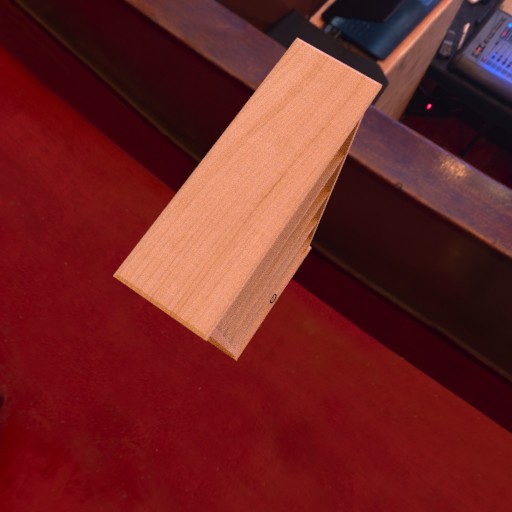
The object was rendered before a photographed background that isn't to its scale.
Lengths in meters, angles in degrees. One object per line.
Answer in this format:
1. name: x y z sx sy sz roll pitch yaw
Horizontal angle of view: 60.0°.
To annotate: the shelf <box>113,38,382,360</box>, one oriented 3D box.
1. shelf: 0.000 0.000 1.211 0.175 1.030 0.520 33 78 8
